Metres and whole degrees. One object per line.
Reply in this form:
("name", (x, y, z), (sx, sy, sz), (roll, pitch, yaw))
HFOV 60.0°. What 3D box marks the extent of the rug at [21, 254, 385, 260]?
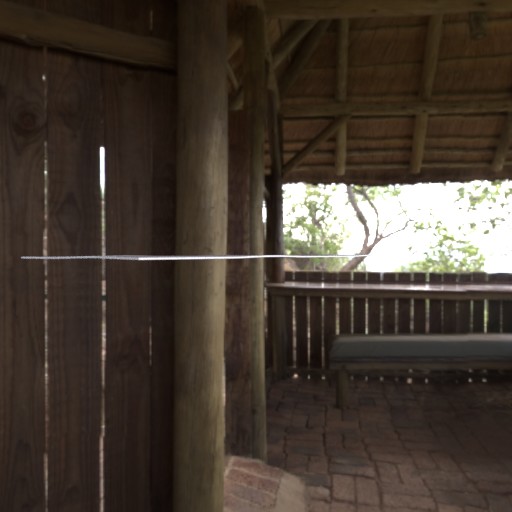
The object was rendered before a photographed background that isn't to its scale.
("rug", (0.000, 0.000, 2.687), (0.762, 0.013, 2.439), (0, 0, 35))
